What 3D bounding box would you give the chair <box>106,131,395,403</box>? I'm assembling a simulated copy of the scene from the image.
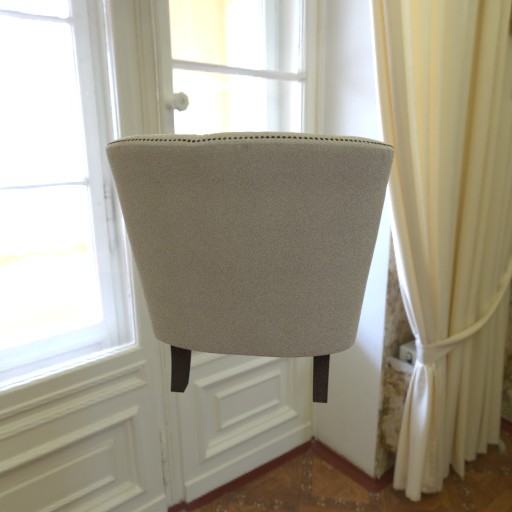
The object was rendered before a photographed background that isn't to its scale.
[{"bbox_3d":[0.000,0.000,1.608,0.848,0.868,0.906,2,16,7],"label":"chair"}]
